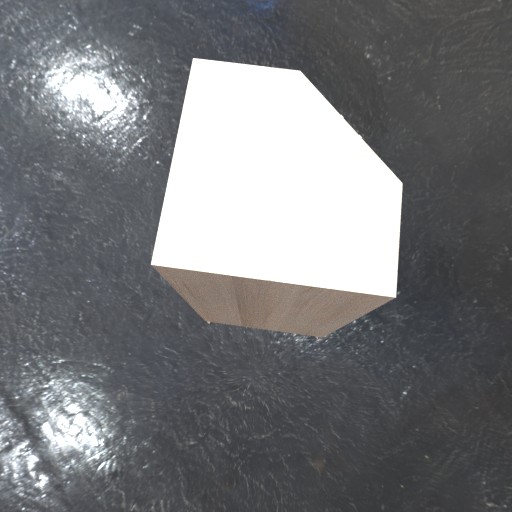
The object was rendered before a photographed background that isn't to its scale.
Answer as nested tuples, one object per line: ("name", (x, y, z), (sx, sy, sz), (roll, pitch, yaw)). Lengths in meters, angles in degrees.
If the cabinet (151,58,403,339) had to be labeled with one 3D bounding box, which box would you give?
("cabinet", (0.000, 0.000, 2.651), (0.969, 1.957, 1.272), (-36, 78, -9))
